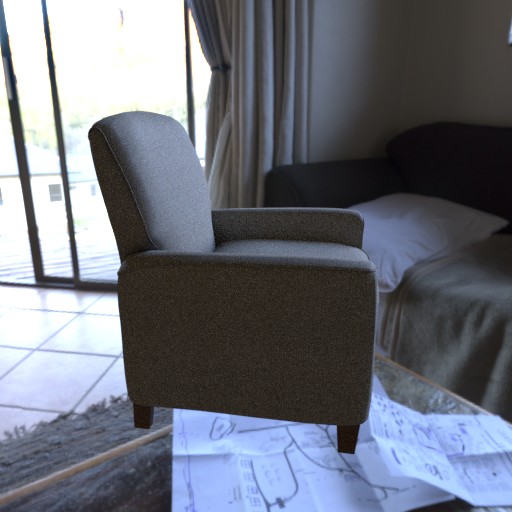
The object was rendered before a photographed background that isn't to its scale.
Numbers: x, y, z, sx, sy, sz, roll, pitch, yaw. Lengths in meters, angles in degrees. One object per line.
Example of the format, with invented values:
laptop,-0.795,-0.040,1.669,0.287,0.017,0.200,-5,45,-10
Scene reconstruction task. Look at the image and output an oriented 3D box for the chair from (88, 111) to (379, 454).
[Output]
chair,0.000,0.000,1.625,0.864,1.014,0.848,3,17,9
